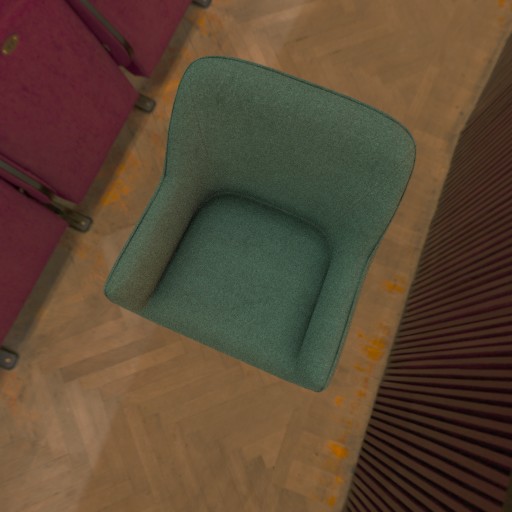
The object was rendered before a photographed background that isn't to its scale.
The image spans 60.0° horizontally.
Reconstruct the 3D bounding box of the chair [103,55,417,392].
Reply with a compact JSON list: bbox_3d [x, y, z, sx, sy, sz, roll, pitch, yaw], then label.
[{"bbox_3d":[0.000,0.000,1.157,0.543,0.803,0.519,22,76,6],"label":"chair"}]
